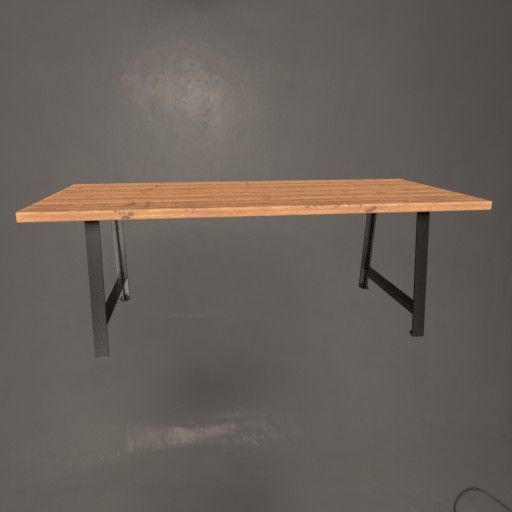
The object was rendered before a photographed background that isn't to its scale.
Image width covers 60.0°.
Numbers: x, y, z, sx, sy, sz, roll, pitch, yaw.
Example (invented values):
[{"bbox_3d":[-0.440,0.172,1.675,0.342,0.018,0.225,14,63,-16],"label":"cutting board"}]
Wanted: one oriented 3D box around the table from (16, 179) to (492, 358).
[{"bbox_3d":[0.000,0.000,2.602,2.200,0.757,1.000,-2,16,-8],"label":"table"}]
